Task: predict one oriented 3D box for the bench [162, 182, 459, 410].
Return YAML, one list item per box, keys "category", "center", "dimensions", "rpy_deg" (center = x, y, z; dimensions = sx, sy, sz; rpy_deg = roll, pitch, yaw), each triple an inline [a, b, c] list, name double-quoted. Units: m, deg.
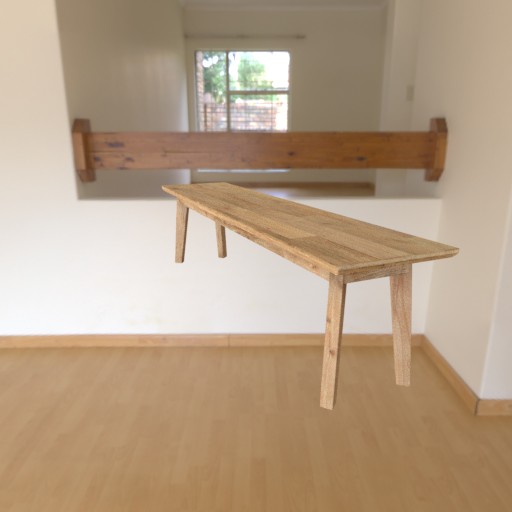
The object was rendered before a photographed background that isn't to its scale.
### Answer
- category: "bench"
  center: [0.000, 0.000, 1.870]
  dimensions: [0.378, 0.431, 1.698]
  rpy_deg: [-7, 17, -24]
